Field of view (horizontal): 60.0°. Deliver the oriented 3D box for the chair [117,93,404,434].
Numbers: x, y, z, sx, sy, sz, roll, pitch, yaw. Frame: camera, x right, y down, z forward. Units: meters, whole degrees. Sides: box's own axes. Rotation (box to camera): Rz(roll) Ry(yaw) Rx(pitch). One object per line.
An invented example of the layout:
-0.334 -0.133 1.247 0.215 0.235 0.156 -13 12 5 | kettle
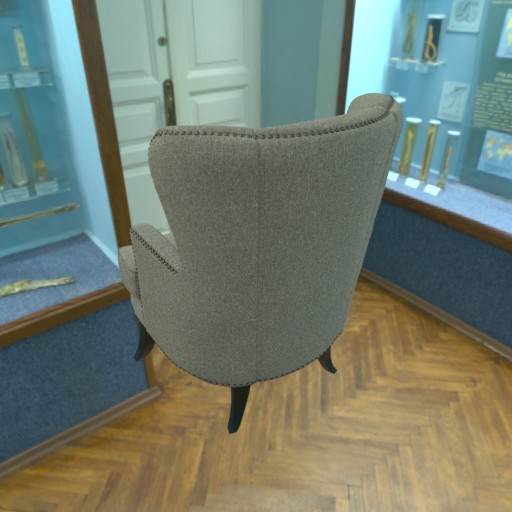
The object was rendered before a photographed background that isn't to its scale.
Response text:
0.000 0.000 1.527 0.759 1.060 0.758 -20 36 -30 | chair
